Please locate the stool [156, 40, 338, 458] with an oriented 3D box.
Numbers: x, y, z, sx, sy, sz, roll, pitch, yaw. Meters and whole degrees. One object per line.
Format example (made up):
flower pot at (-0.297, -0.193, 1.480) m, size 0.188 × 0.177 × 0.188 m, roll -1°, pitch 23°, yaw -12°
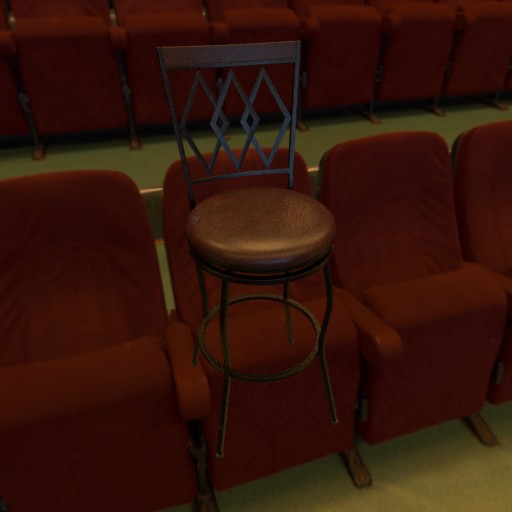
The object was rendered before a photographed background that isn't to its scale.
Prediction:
stool at (0.000, 0.000, 1.364) m, size 0.432 × 1.134 × 0.521 m, roll -10°, pitch 34°, yaw -15°
